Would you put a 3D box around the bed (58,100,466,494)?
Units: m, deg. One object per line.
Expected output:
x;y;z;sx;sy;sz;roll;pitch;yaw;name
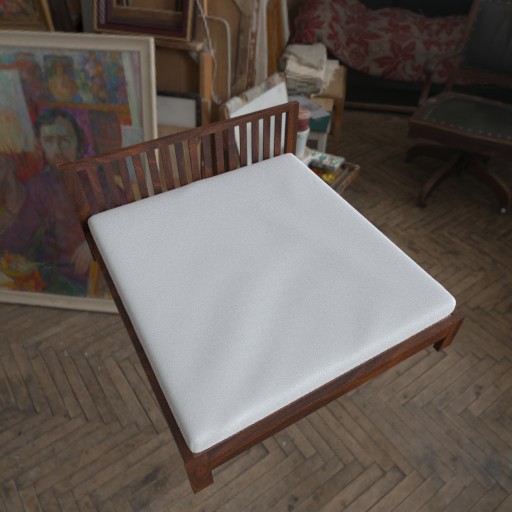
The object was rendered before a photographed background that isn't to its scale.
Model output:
0.000;0.000;3.004;1.905;0.890;2.030;-22;50;-20;bed
